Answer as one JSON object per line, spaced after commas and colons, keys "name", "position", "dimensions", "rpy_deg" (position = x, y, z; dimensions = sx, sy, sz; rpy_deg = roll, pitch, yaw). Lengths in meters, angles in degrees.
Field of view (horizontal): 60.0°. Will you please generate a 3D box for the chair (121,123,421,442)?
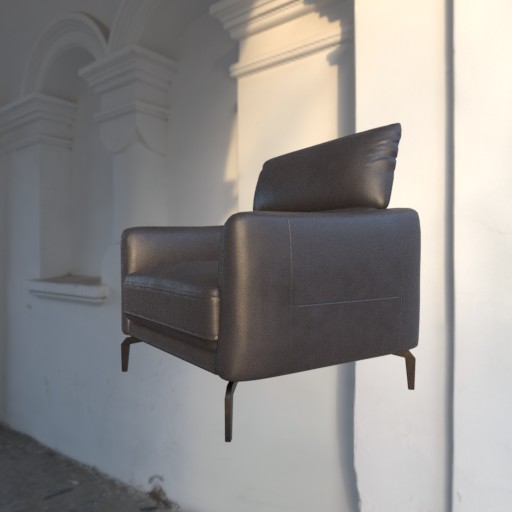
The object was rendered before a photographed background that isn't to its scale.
{"name": "chair", "position": [0.000, 0.000, 1.690], "dimensions": [0.809, 0.949, 0.976], "rpy_deg": [0, 0, -35]}
